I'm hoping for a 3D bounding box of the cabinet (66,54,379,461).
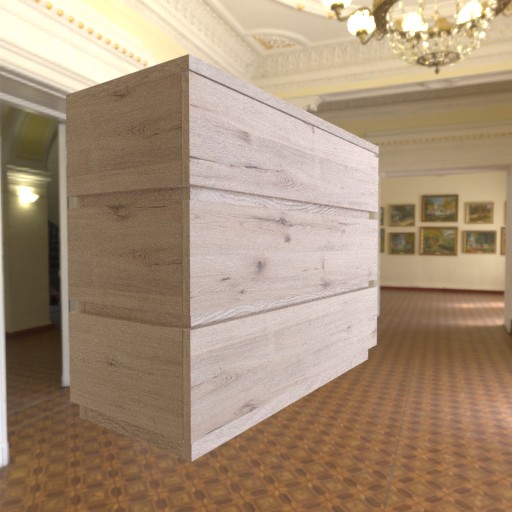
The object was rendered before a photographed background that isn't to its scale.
[{"bbox_3d":[0.000,0.000,1.416,0.420,0.820,1.040,1,2,35],"label":"cabinet"}]
